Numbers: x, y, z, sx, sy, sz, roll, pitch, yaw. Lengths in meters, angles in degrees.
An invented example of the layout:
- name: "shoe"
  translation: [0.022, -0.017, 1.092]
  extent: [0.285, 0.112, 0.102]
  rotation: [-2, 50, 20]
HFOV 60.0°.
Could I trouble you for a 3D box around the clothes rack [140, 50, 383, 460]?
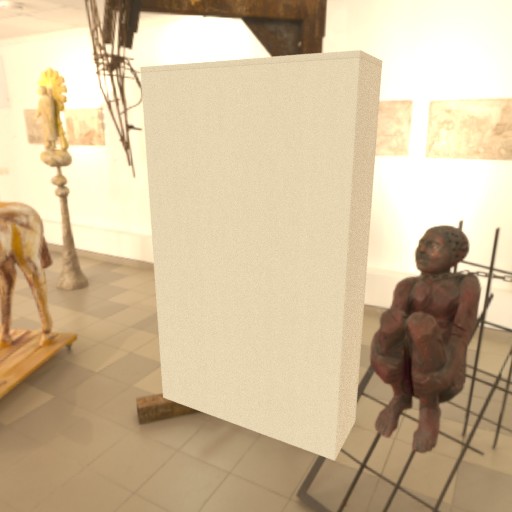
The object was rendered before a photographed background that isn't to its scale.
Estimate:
- name: "clothes rack"
  translation: [0.000, 0.000, 1.601]
  extent: [0.750, 1.280, 0.250]
  rotation: [9, 19, 28]
